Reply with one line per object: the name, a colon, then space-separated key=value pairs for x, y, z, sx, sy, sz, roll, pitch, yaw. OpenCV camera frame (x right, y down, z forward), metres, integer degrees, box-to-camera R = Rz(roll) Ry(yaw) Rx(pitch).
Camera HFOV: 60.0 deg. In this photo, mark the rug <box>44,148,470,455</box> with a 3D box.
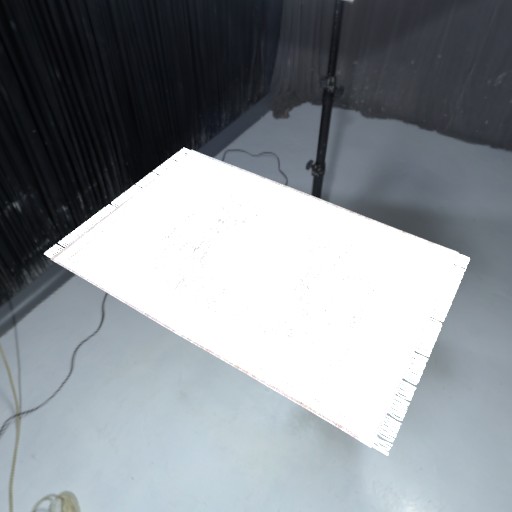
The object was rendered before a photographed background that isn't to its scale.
rug: x=0.000 y=0.000 z=2.977 sx=2.440 sy=0.010 sz=1.528 roll=25 pitch=52 yaw=22
